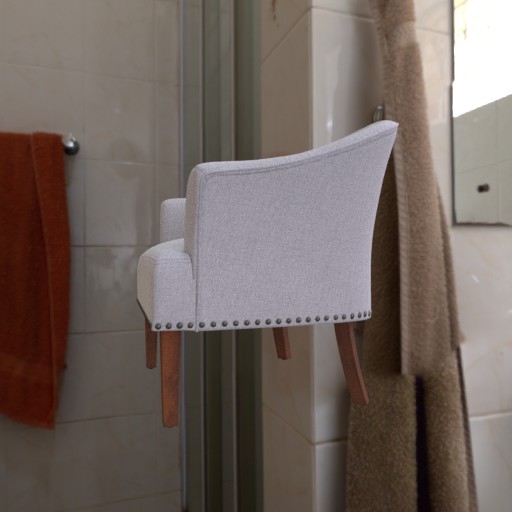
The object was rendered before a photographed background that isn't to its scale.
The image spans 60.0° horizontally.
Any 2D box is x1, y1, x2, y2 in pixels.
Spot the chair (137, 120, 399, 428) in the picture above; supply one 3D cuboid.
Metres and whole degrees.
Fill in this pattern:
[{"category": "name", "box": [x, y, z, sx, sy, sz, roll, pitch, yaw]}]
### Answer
[{"category": "chair", "box": [0.000, 0.000, 1.409, 0.704, 0.815, 0.798, 0, 0, -18]}]
